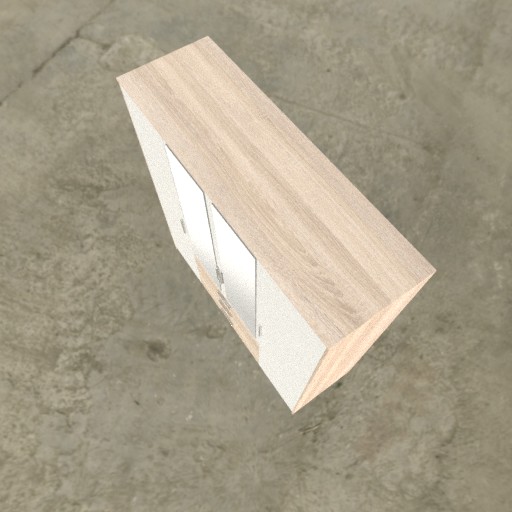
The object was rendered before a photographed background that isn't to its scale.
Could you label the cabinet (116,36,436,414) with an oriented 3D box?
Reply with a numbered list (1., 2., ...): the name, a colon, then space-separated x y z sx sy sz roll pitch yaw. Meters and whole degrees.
1. cabinet: 0.000 0.000 3.124 0.620 2.060 1.870 -32 68 -15
